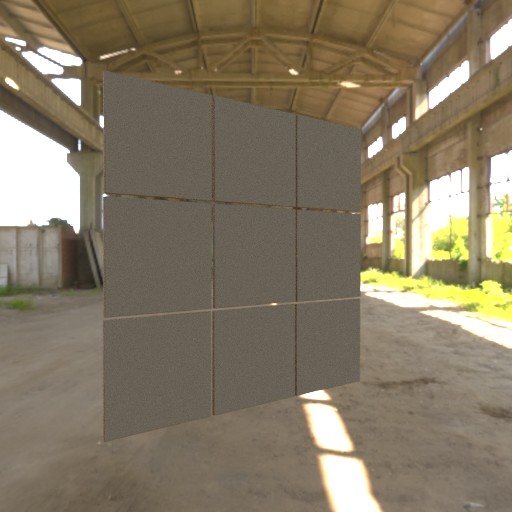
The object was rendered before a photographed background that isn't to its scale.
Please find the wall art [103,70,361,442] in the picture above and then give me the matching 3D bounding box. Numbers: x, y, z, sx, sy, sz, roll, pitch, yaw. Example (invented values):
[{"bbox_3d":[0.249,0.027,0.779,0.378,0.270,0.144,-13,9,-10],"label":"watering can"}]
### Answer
[{"bbox_3d":[0.000,0.000,1.357,0.919,0.917,0.010,0,1,-35],"label":"wall art"}]
